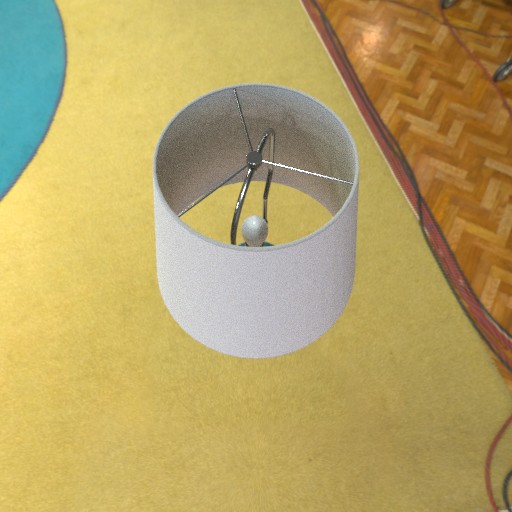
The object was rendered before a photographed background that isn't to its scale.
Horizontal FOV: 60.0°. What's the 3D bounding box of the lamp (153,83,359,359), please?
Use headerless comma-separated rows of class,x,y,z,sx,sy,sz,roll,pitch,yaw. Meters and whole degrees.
lamp,0.000,0.000,0.561,0.254,0.392,0.254,0,64,0
